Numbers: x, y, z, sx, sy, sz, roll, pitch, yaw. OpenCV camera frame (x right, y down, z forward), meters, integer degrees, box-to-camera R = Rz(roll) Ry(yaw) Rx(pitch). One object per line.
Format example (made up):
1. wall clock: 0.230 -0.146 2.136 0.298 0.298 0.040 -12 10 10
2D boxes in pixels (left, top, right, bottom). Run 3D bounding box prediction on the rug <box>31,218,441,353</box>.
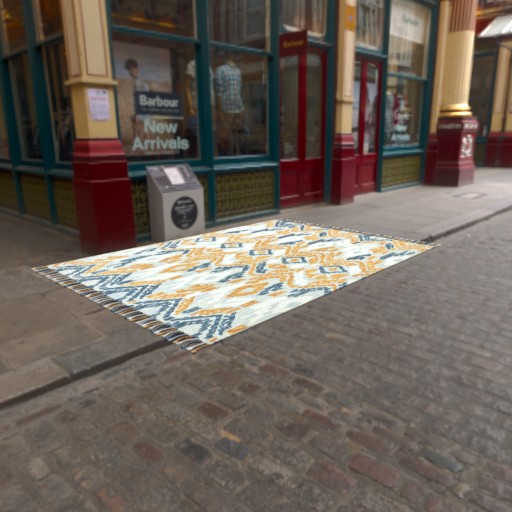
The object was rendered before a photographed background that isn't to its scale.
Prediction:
1. rug: 0.000 0.000 2.333 1.230 0.008 1.827 14 21 42
